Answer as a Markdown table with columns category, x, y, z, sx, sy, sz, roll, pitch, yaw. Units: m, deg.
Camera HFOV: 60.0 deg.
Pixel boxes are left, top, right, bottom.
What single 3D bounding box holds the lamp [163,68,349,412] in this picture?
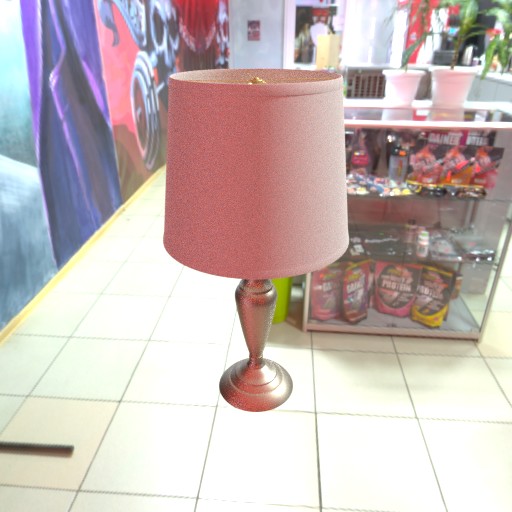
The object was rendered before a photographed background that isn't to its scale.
| category | x | y | z | sx | sy | sz | roll | pitch | yaw |
| --- | --- | --- | --- | --- | --- | --- | --- | --- | --- |
| lamp | 0.000 | 0.000 | 0.816 | 0.328 | 0.619 | 0.328 | 0 | 27 | 0 |
